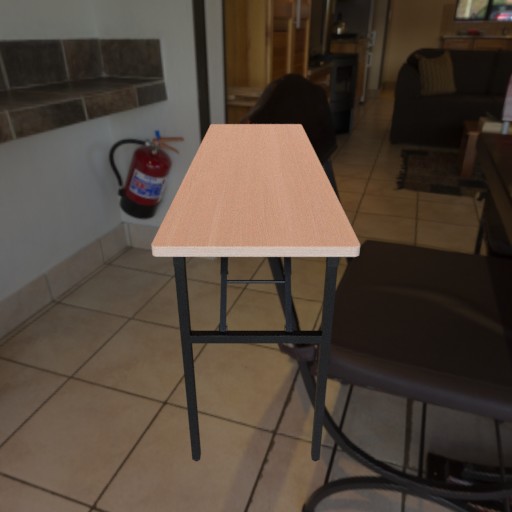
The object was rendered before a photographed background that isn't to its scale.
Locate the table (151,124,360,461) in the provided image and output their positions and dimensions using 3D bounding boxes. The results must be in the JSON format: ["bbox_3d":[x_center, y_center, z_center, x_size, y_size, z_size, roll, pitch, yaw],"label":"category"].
[{"bbox_3d":[0.000,0.000,1.730,0.447,0.750,1.397,0,27,0],"label":"table"}]
